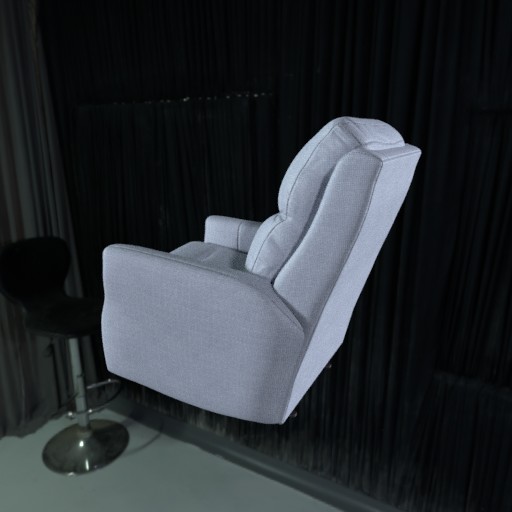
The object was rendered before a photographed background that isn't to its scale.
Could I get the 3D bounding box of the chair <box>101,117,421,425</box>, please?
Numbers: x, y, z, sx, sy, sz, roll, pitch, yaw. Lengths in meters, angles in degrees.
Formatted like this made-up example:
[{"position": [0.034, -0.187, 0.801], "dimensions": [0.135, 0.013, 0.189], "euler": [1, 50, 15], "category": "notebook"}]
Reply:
[{"position": [0.000, 0.000, 1.752], "dimensions": [1.080, 1.030, 0.829], "euler": [8, 17, 27], "category": "chair"}]
